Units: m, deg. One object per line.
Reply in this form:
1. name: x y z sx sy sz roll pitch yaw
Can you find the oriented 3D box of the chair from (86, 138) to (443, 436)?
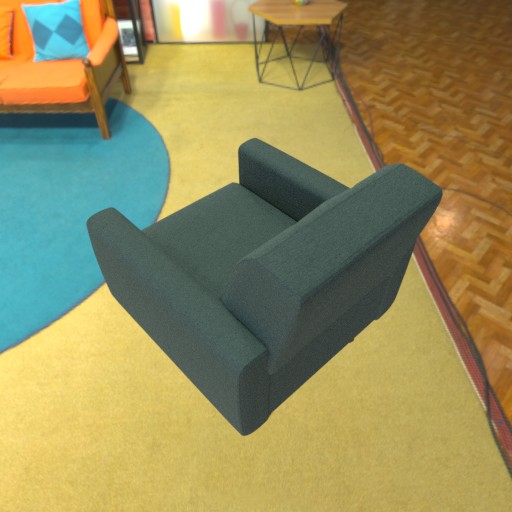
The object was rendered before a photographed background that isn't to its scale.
1. chair: 0.000 0.000 1.585 0.831 0.841 0.909 -33 54 -29
